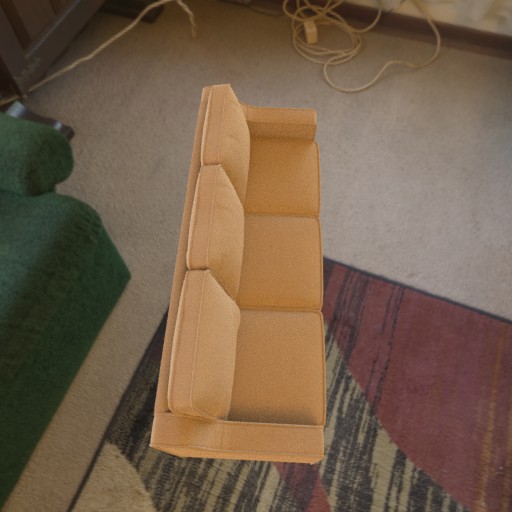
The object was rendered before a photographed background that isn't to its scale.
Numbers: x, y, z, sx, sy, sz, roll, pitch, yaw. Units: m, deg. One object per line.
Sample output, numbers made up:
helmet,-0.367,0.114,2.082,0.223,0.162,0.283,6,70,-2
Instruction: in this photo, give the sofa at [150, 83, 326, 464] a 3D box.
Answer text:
sofa,0.000,0.000,2.573,0.791,0.902,2.131,2,62,1
